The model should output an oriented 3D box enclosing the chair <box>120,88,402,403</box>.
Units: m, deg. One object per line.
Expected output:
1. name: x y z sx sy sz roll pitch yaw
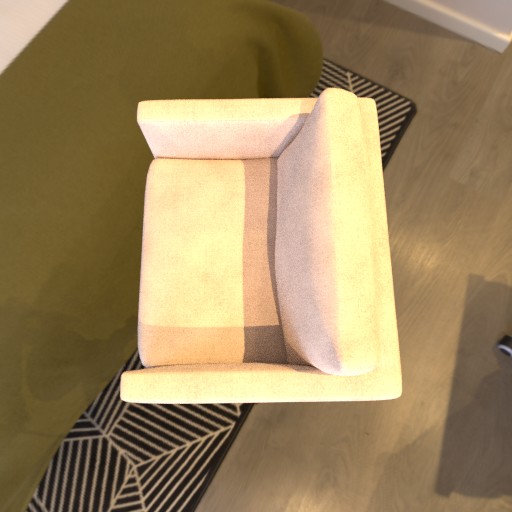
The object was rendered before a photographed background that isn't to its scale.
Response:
1. chair: 0.000 0.000 1.832 0.959 0.961 1.133 -1 75 0
